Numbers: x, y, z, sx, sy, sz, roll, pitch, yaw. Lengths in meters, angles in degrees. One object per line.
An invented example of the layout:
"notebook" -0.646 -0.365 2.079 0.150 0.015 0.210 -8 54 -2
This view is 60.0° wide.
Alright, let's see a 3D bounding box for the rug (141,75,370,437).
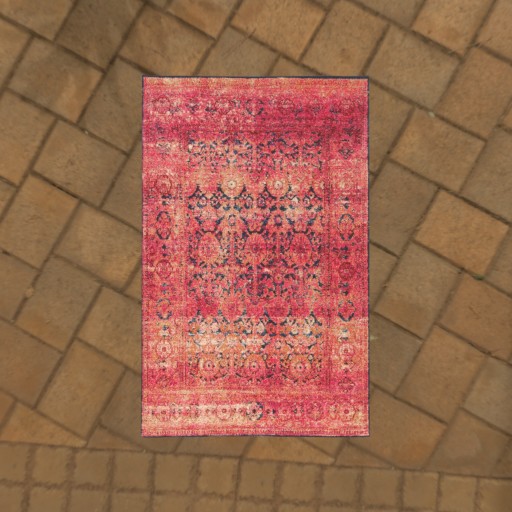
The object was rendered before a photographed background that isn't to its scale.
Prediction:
"rug" 0.000 0.000 2.988 1.539 0.018 2.449 0 90 -1
